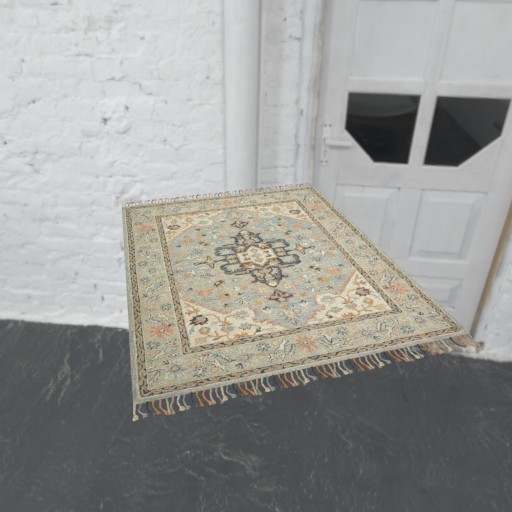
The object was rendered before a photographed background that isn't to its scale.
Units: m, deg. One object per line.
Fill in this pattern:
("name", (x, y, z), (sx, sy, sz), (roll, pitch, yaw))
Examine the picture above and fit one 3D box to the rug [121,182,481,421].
("rug", (0.000, 0.000, 4.140), (2.379, 0.011, 3.221), (-8, 32, -14))
